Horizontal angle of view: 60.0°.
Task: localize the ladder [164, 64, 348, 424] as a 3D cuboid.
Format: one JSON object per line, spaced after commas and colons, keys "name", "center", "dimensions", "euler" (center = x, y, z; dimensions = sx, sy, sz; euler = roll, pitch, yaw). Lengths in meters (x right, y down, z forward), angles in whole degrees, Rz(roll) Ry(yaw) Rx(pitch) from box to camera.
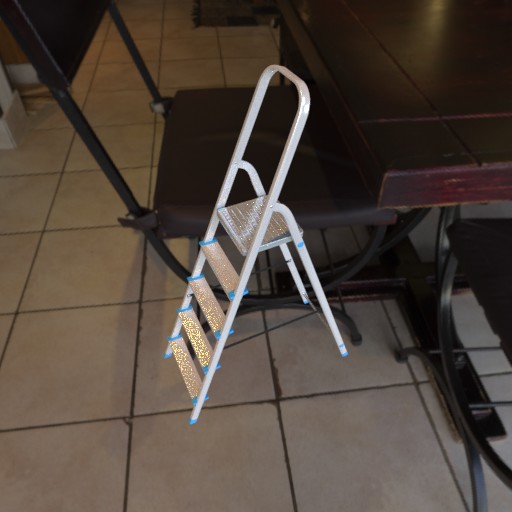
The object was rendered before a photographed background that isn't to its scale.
{"name": "ladder", "center": [0.000, 0.000, 2.042], "dimensions": [0.990, 1.648, 0.468], "euler": [-19, 48, -18]}
